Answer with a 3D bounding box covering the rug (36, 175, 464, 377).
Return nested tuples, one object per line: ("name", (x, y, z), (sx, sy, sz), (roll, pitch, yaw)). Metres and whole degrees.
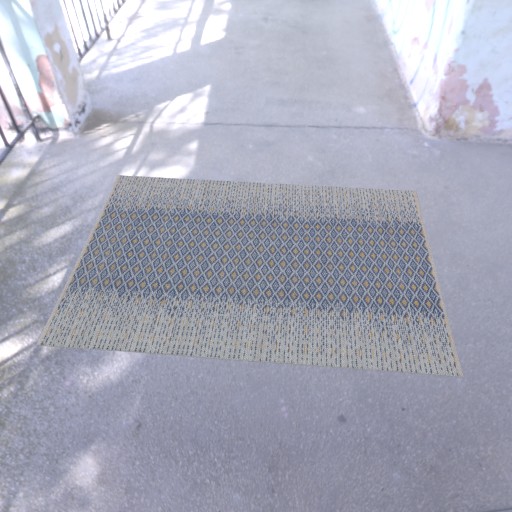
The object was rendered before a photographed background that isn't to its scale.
("rug", (0.000, 0.000, 2.298), (1.828, 0.005, 1.219), (4, 47, 3))
